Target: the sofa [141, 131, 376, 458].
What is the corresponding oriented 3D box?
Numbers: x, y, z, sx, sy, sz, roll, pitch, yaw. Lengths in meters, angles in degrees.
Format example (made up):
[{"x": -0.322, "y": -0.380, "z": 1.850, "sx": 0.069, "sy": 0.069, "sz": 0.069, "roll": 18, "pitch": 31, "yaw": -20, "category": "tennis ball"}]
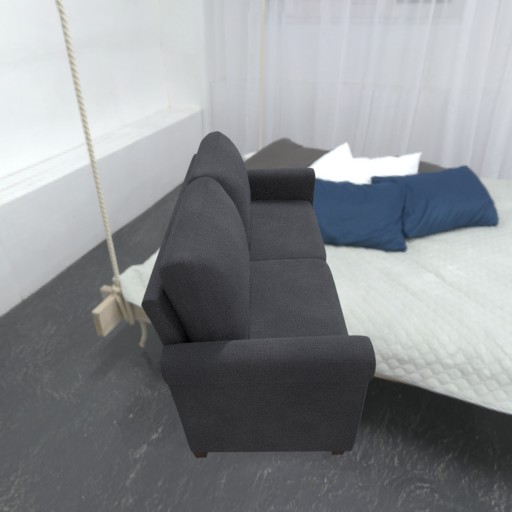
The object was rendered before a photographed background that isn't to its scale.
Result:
[{"x": 0.000, "y": 0.000, "z": 2.439, "sx": 0.842, "sy": 0.942, "sz": 1.935, "roll": 0, "pitch": 31, "yaw": 0, "category": "sofa"}]
